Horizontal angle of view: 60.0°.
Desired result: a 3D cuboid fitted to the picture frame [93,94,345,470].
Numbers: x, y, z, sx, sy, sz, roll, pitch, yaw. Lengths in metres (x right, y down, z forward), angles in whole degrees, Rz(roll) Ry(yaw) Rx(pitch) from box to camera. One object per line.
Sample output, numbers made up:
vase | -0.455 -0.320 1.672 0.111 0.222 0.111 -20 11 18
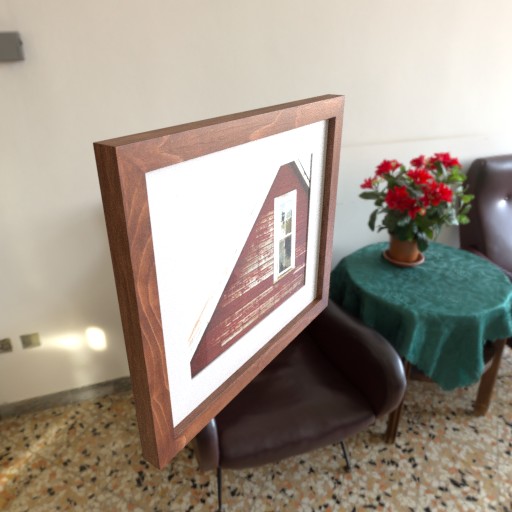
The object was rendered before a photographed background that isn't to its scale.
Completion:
picture frame | 0.000 0.000 0.529 0.025 0.330 0.381 17 31 31
